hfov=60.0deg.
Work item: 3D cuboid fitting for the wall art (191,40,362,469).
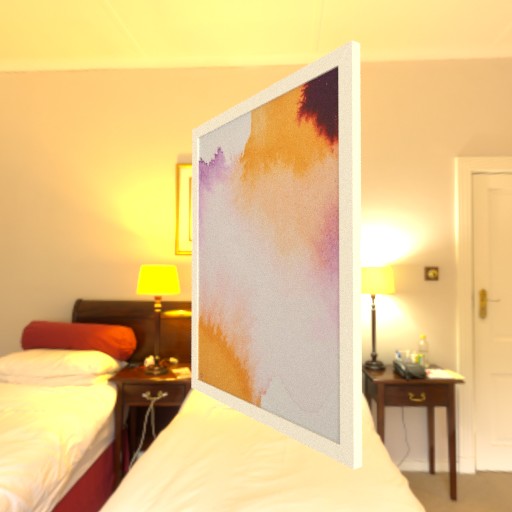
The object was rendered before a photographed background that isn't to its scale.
[{"bbox_3d":[0.000,0.000,0.631,0.013,0.456,0.382,1,-2,-35],"label":"wall art"}]
